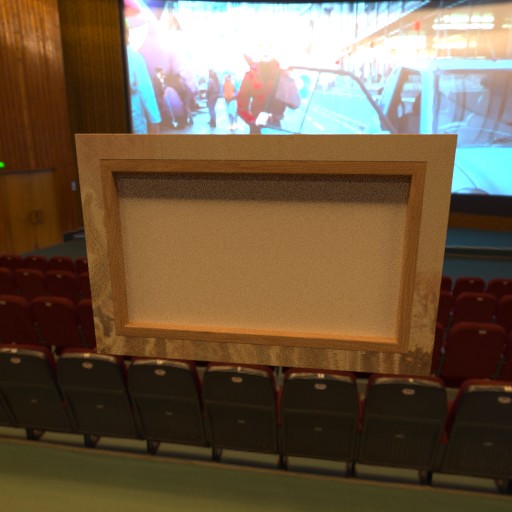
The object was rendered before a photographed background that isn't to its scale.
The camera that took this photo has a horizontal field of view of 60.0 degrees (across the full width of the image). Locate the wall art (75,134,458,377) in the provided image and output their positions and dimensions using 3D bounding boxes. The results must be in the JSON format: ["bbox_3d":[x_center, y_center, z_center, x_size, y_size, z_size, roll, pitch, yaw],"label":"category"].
[{"bbox_3d":[0.000,0.000,1.429,1.142,0.758,0.041,2,15,8],"label":"wall art"}]
